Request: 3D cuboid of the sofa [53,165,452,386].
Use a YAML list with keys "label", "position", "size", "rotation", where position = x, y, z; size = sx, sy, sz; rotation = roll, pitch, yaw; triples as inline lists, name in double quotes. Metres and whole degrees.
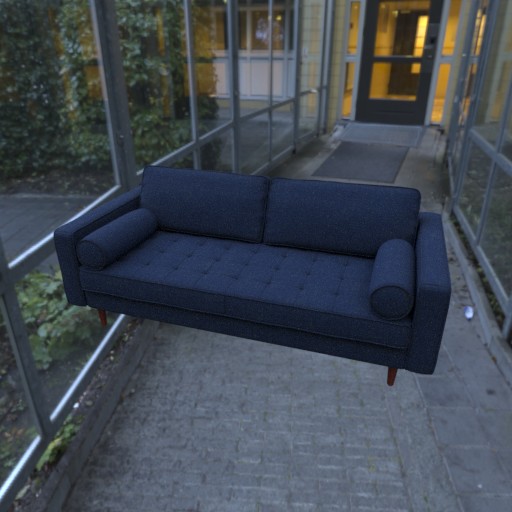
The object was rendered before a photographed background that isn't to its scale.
- label: "sofa"
  position: [0.000, 0.000, 2.408]
  size: [1.880, 0.762, 0.914]
  rotation: [8, 27, 16]
